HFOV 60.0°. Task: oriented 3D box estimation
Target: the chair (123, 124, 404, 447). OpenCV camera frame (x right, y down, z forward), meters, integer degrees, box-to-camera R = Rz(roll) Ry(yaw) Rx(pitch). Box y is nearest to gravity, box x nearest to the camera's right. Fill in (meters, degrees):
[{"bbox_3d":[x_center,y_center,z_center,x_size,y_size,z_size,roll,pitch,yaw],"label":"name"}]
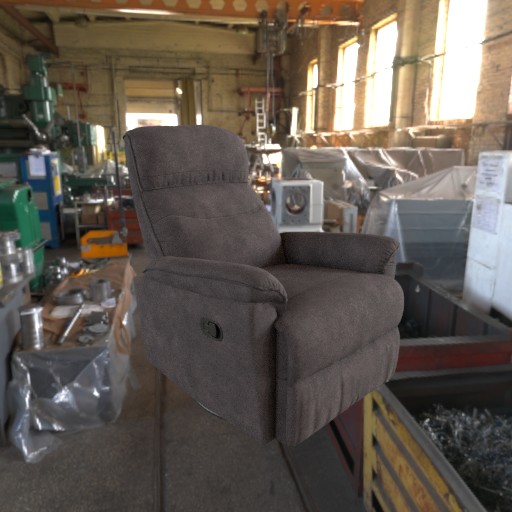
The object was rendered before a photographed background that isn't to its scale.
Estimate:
[{"bbox_3d":[0.000,0.000,1.761,1.009,1.035,0.830,13,19,43],"label":"chair"}]
